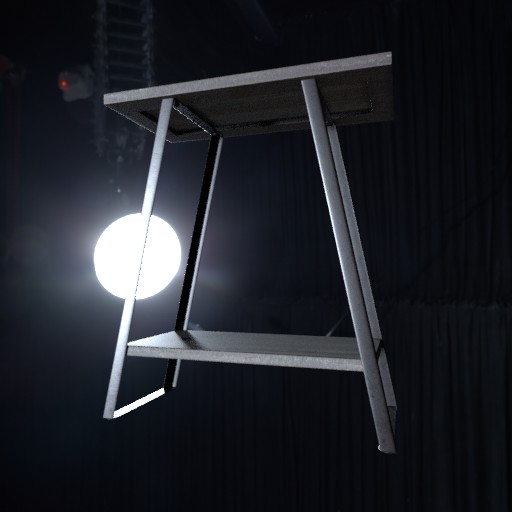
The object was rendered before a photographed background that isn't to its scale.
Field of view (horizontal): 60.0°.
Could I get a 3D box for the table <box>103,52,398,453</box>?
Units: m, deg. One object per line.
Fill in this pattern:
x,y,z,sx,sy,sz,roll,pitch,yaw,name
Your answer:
0.000,0.000,0.999,0.599,0.701,0.300,-1,-2,18,table
